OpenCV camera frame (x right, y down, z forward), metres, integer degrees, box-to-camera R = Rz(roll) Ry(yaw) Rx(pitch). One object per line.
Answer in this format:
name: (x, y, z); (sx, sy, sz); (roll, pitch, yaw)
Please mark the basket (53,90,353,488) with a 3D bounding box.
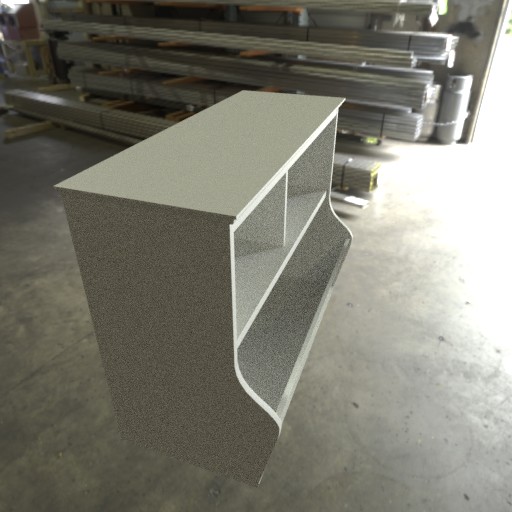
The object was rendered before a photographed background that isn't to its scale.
basket: (0.000, 0.000, 1.110); (0.376, 0.625, 0.792); (11, 33, 17)
